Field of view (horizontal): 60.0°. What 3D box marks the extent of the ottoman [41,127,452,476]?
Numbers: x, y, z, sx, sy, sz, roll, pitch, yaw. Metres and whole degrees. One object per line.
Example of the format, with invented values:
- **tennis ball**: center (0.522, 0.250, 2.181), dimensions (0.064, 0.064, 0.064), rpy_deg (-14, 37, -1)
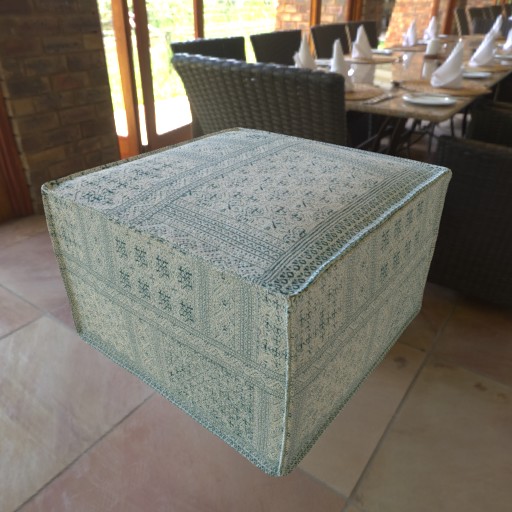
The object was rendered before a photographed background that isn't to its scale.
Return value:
- **ottoman**: center (0.000, 0.000, 1.008), dimensions (0.617, 0.439, 0.626), rpy_deg (22, 37, 33)
